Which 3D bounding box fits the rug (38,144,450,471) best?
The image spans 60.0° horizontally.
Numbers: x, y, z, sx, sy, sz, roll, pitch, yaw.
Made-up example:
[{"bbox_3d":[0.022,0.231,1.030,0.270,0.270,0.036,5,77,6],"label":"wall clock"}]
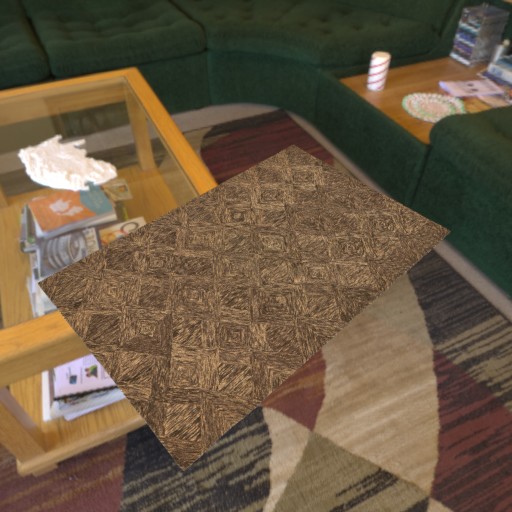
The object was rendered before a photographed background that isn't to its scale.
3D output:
[{"bbox_3d":[0.000,0.000,2.280,1.808,0.011,1.189,-34,55,-28],"label":"rug"}]
